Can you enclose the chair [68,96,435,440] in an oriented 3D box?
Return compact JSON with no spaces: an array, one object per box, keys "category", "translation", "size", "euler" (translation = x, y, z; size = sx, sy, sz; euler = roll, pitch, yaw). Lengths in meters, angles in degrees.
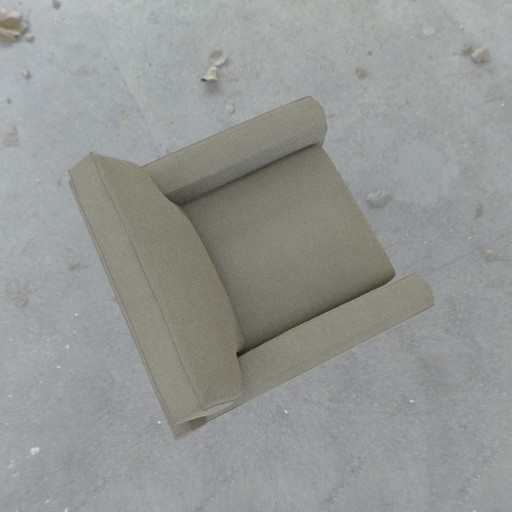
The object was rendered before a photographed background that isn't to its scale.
[{"category":"chair","translation":[0.000,0.000,1.811],"size":[1.044,0.934,0.999],"euler":[-25,77,-6]}]
